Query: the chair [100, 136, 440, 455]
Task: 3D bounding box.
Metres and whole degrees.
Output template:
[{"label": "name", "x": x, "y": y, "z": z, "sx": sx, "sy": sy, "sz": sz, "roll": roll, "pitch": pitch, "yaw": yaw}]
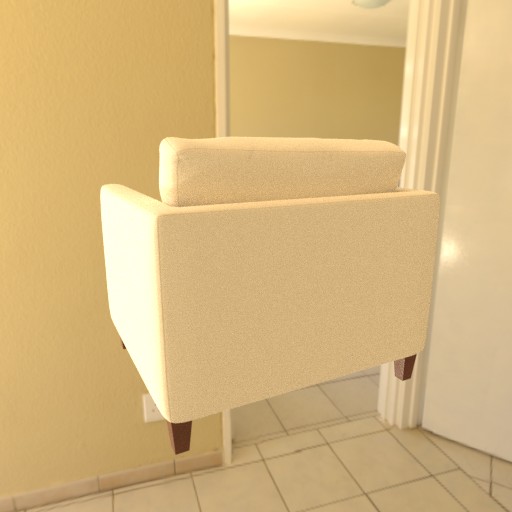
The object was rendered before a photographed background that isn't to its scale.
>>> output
[{"label": "chair", "x": 0.000, "y": 0.000, "z": 1.712, "sx": 1.019, "sy": 0.885, "sz": 0.878, "roll": -7, "pitch": 16, "yaw": -26}]
